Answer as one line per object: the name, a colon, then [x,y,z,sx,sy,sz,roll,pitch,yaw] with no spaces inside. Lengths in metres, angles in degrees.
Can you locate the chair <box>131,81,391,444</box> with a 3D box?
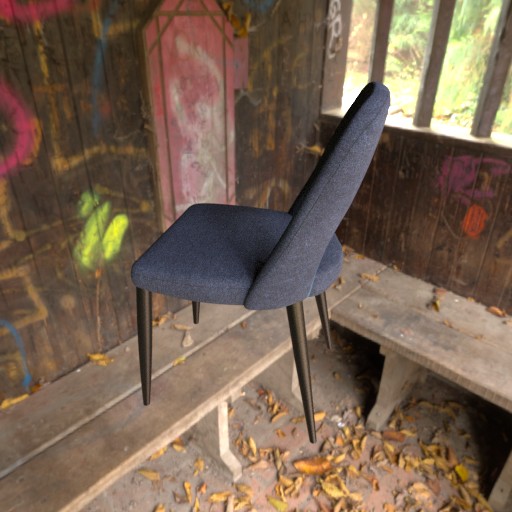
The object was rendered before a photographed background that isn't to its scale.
chair: [0.000,0.000,1.260,0.612,0.931,0.470,8,31,13]
